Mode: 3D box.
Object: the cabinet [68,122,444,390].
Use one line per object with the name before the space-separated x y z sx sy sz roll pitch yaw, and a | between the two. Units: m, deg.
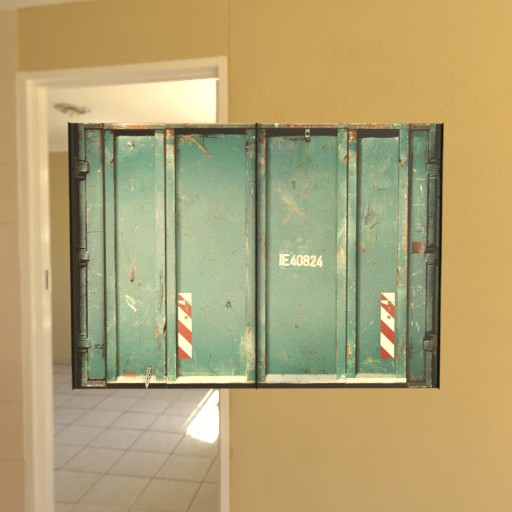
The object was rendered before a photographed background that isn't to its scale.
cabinet | 0.000 0.000 3.913 3.001 2.160 0.680 0 2 0
